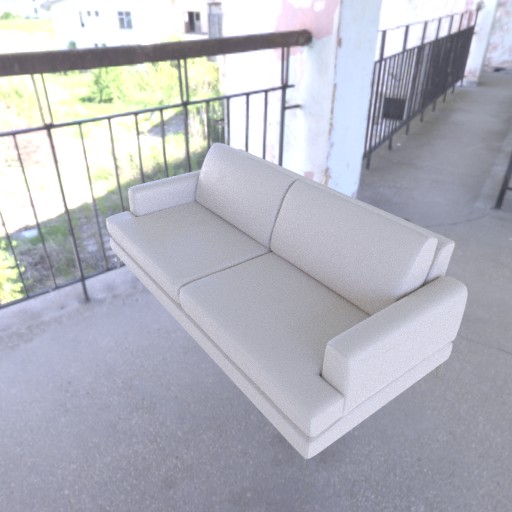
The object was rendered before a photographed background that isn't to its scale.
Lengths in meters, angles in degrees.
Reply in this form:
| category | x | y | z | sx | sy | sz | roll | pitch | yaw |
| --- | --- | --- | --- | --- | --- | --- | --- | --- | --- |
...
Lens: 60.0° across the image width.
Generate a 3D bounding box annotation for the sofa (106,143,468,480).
| category | x | y | z | sx | sy | sz | roll | pitch | yaw |
| --- | --- | --- | --- | --- | --- | --- | --- | --- | --- |
| sofa | 0.000 | 0.000 | 2.387 | 0.974 | 0.765 | 1.940 | -21 | 37 | -31 |
